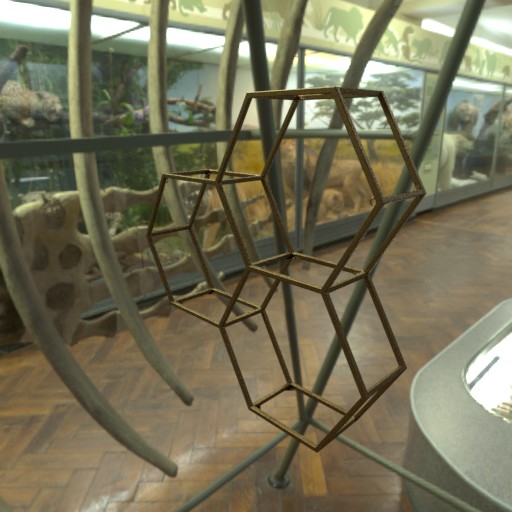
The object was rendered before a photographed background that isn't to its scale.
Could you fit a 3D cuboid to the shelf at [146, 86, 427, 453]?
[{"bbox_3d":[0.000,0.000,1.026,0.150,0.701,0.708,-16,23,-42],"label":"shelf"}]
